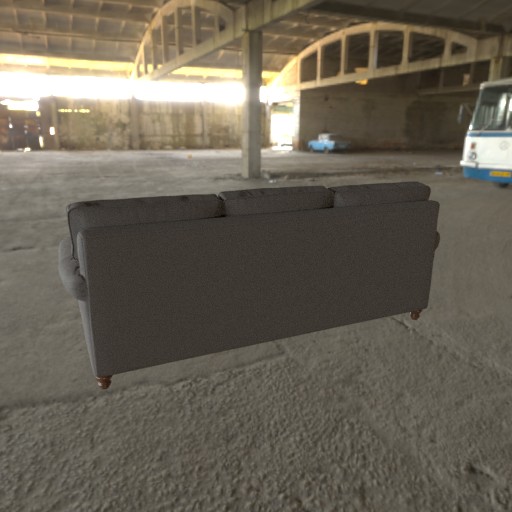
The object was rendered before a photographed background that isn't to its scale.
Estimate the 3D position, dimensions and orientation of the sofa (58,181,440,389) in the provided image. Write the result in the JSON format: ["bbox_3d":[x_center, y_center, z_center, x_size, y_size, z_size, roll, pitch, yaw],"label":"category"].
[{"bbox_3d":[0.000,0.000,2.890,2.353,0.948,0.966,-7,17,-24],"label":"sofa"}]
